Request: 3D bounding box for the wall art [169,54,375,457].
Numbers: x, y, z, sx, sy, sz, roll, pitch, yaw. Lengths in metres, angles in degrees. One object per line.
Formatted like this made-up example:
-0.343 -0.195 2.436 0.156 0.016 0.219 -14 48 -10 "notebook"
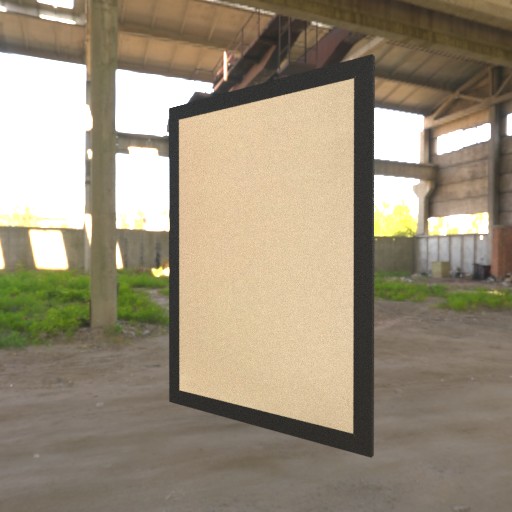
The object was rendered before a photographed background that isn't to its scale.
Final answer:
0.000 0.000 0.694 0.379 0.530 0.008 0 1 35 "wall art"
